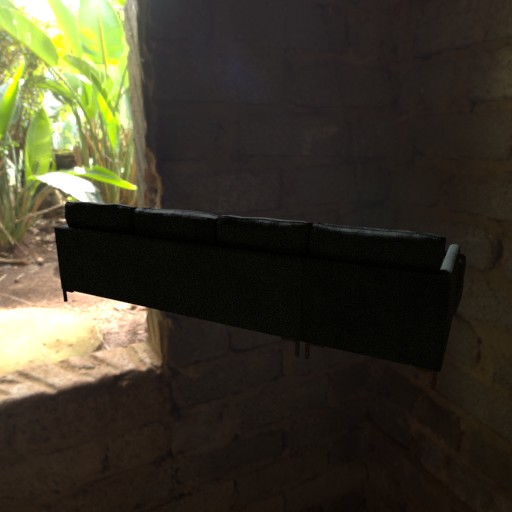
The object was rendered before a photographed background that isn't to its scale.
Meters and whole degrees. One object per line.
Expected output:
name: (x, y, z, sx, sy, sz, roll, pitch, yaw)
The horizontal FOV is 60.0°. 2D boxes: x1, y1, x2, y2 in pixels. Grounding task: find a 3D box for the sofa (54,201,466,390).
sofa: (0.000, 0.000, 4.001, 3.400, 0.967, 1.500, 8, 17, 26)
